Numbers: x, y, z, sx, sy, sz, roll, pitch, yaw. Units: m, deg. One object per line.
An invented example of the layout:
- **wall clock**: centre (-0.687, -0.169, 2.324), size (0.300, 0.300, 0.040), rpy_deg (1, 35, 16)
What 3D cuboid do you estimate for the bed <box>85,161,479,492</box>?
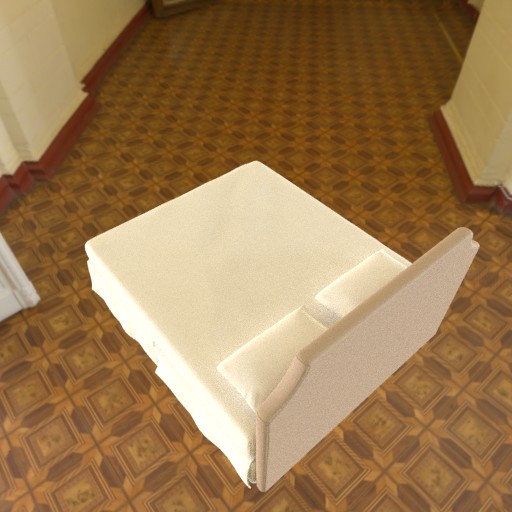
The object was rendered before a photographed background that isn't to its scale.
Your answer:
- **bed**: centre (0.000, 0.000, 4.002), size (2.350, 1.590, 2.773), rpy_deg (-31, 53, -27)
